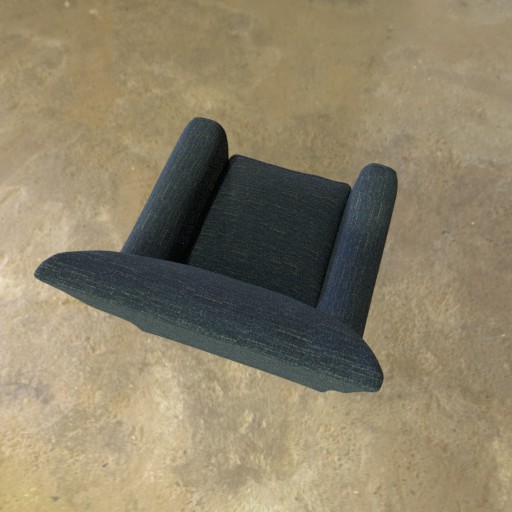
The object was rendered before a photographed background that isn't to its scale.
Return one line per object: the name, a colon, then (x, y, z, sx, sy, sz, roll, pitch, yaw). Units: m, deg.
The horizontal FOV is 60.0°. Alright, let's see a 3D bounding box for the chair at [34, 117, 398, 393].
chair: (0.000, 0.000, 1.599, 0.864, 0.928, 0.873, 17, 65, 8)
